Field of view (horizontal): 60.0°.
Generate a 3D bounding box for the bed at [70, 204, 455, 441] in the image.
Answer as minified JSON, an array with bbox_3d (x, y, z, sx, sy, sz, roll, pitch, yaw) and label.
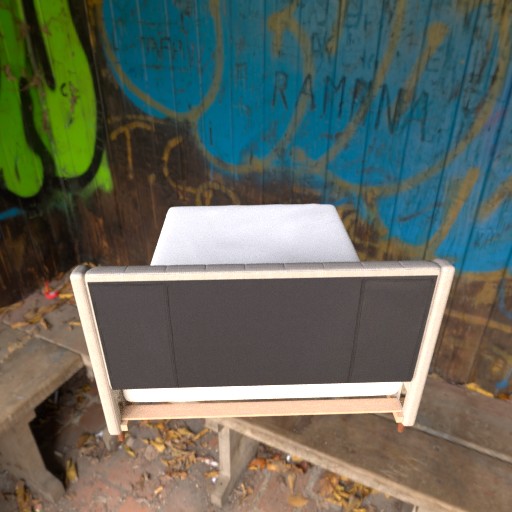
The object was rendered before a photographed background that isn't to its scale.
[{"bbox_3d":[0.000,0.000,3.118,1.656,1.147,2.232,-1,30,-2],"label":"bed"}]
